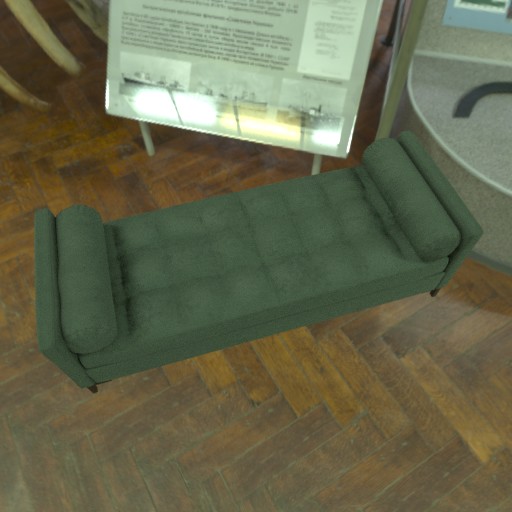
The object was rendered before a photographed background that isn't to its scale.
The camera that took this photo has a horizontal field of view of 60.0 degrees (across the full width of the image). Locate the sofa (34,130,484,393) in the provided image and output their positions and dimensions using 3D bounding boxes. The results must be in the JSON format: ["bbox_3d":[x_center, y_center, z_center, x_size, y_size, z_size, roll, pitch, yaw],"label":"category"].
[{"bbox_3d":[0.000,0.000,2.445,2.130,0.681,0.817,-14,58,-9],"label":"sofa"}]
